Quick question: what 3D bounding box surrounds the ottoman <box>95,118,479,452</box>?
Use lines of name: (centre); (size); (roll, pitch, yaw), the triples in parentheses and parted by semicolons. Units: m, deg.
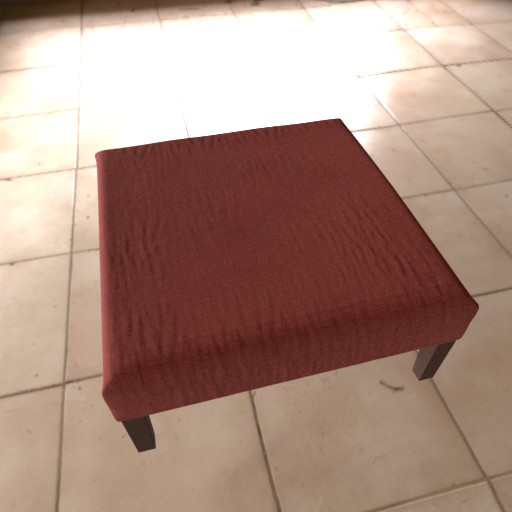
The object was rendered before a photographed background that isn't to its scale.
ottoman: (0.000, 0.000, 1.388); (0.889, 0.411, 0.890); (-11, 49, -10)
